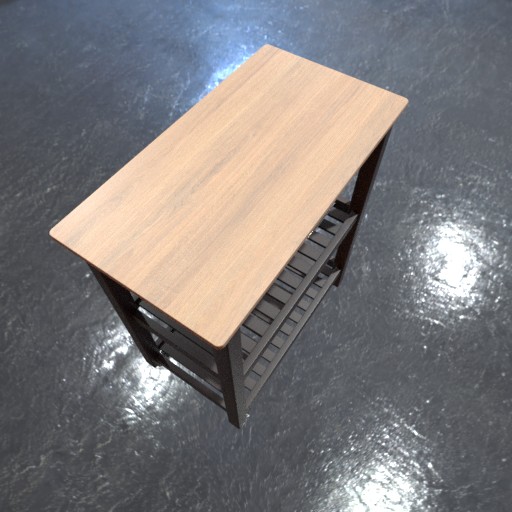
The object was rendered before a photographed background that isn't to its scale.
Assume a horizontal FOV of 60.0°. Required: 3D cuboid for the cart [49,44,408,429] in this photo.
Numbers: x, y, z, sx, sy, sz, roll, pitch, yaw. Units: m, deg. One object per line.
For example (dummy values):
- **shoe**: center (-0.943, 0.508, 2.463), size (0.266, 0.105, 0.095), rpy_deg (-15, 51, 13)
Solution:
- **cart**: center (0.000, 0.000, 1.455), size (0.457, 0.927, 0.899), rpy_deg (30, 62, 18)
